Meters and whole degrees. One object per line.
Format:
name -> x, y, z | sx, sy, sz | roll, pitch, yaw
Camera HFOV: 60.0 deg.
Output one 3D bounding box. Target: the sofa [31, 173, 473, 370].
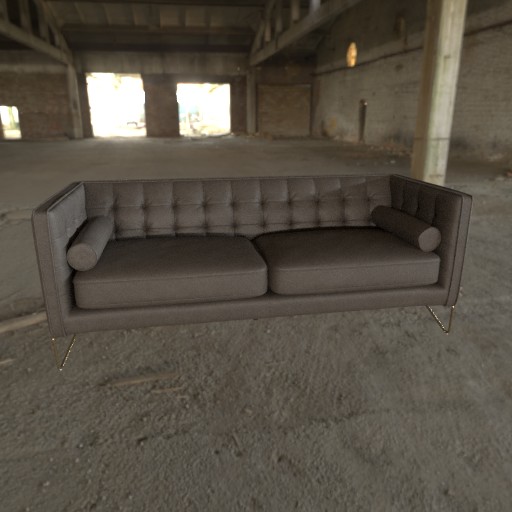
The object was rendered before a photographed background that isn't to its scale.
sofa -> 0.000, 0.000, 2.523 | 2.087, 0.789, 0.867 | -3, 18, -10
